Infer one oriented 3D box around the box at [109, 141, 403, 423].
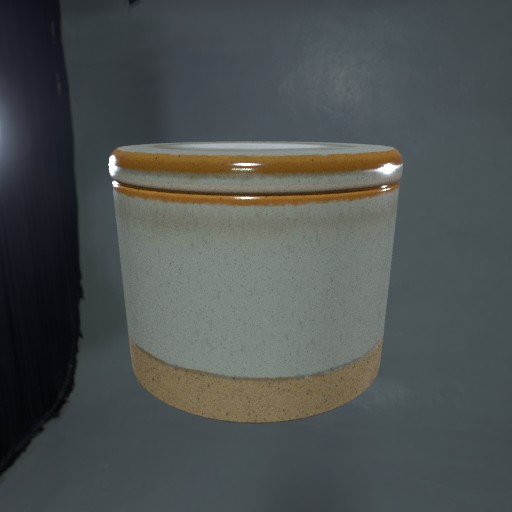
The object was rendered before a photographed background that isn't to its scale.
[{"bbox_3d":[0.000,0.000,0.207,0.123,0.100,0.123,0,16,0],"label":"box"}]
